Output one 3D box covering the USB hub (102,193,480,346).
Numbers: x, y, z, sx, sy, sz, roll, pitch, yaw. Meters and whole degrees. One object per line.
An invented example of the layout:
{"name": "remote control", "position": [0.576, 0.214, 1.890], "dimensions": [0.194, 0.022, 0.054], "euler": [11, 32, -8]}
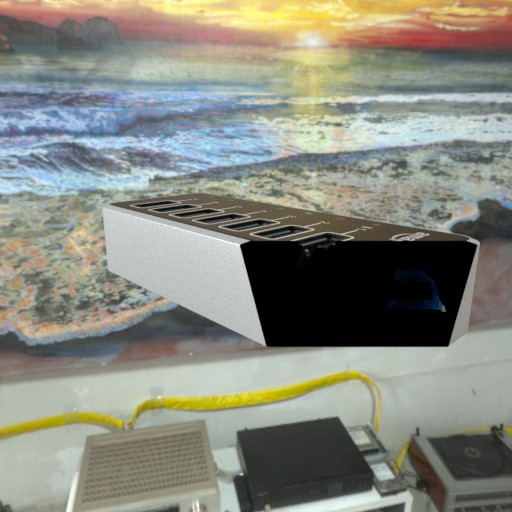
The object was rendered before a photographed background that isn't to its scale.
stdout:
{"name": "USB hub", "position": [0.000, 0.000, 0.130], "dimensions": [0.044, 0.023, 0.110], "euler": [-15, 22, -42]}
